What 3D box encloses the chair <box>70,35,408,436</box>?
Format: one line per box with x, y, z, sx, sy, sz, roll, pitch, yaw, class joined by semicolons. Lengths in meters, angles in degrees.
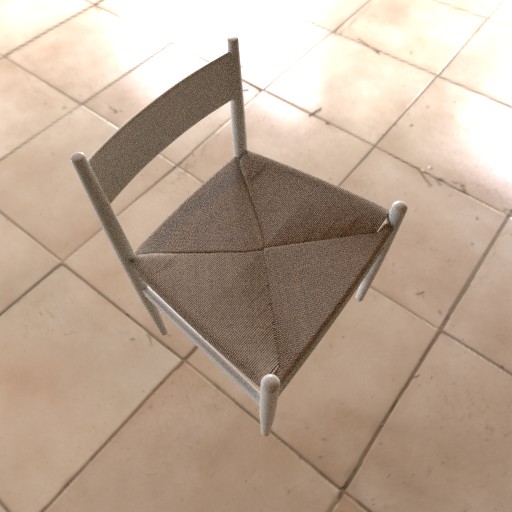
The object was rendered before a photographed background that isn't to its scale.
0.000;0.000;1.096;0.495;0.762;0.556;33;64;18;chair
